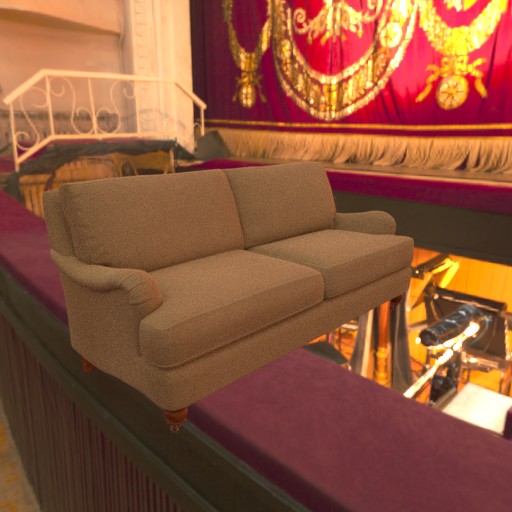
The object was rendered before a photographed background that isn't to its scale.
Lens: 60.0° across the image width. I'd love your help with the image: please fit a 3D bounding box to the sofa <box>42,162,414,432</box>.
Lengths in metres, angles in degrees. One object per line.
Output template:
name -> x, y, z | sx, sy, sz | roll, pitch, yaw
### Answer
sofa -> 0.000, 0.000, 2.631 | 1.091, 0.997, 2.070 | 15, 21, 43
